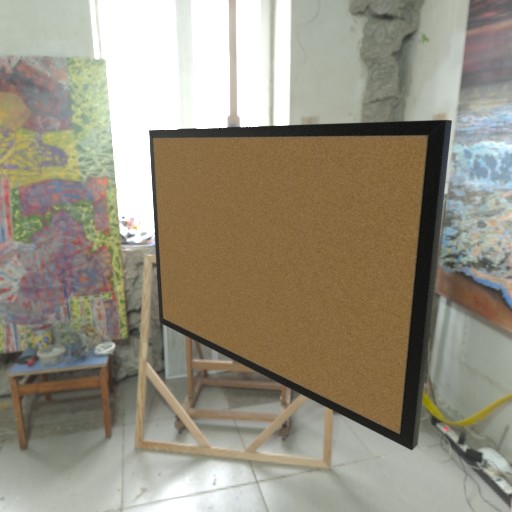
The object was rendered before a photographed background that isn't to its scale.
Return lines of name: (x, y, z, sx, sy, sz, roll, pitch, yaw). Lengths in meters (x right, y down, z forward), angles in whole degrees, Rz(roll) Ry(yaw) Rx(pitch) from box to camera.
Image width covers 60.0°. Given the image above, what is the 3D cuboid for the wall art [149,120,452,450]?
wall art: (0.000, 0.000, 0.546, 0.013, 0.306, 0.440, -14, 20, -43)
